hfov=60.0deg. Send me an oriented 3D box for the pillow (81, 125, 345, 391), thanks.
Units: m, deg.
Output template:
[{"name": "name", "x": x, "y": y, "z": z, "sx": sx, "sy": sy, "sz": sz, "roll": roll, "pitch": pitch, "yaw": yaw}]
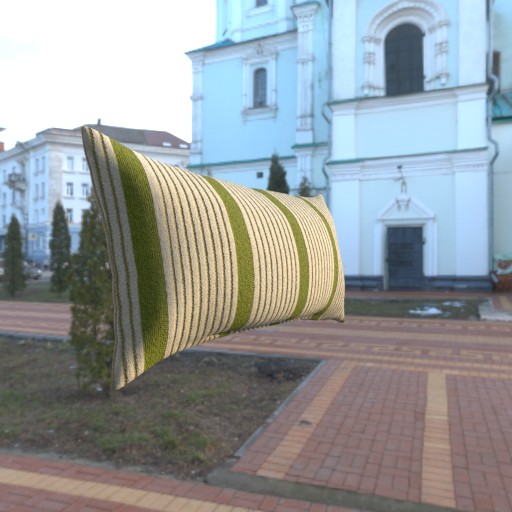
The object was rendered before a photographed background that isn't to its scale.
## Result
[{"name": "pillow", "x": 0.000, "y": 0.000, "z": 0.735, "sx": 0.156, "sy": 0.292, "sz": 0.608, "roll": 0, "pitch": -1, "yaw": 35}]
